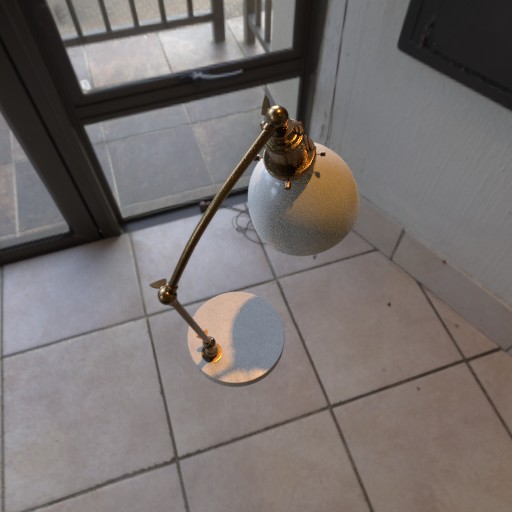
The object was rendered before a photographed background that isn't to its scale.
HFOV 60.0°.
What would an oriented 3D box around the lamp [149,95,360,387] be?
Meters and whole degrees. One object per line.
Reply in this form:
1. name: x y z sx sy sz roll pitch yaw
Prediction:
1. lamp: 0.000 0.000 0.664 0.317 0.522 0.186 -32 63 -19
